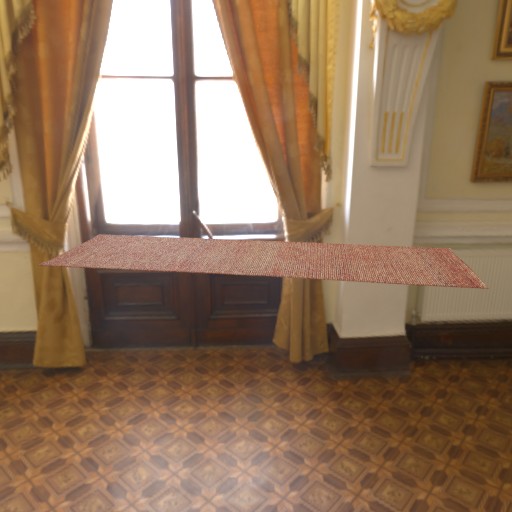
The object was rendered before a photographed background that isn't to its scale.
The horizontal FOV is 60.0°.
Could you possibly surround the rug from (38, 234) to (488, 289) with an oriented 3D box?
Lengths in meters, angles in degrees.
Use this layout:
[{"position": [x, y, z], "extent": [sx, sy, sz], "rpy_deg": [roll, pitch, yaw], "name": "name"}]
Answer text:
[{"position": [0.000, 0.000, 2.608], "extent": [2.353, 0.013, 0.718], "rpy_deg": [3, 17, 9], "name": "rug"}]
